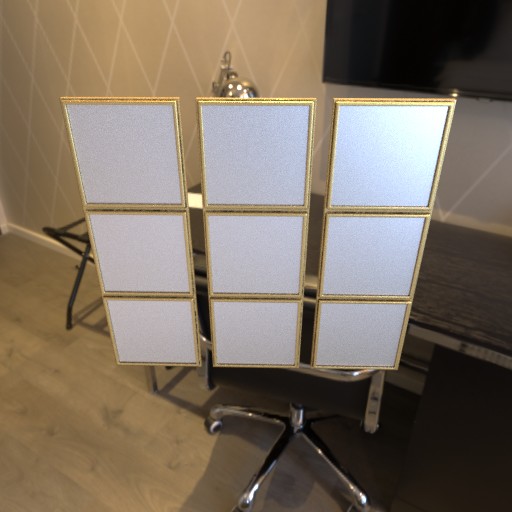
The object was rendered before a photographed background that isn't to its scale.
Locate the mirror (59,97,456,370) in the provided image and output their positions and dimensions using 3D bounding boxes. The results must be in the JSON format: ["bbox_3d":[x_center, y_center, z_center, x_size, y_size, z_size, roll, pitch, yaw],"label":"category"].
[{"bbox_3d":[0.000,0.000,1.362,1.011,0.926,0.023,1,30,1],"label":"mirror"}]
